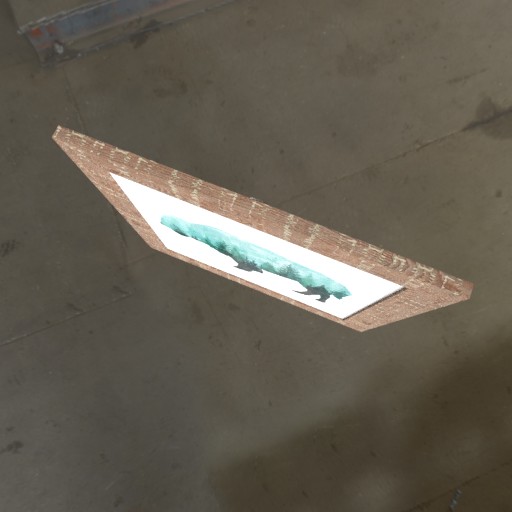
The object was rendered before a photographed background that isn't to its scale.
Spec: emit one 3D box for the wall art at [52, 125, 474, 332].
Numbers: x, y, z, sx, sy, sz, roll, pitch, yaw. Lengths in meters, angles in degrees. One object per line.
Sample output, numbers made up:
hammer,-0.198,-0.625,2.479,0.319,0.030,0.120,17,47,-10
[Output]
wall art,0.000,0.000,0.561,0.380,0.380,0.022,22,77,5
